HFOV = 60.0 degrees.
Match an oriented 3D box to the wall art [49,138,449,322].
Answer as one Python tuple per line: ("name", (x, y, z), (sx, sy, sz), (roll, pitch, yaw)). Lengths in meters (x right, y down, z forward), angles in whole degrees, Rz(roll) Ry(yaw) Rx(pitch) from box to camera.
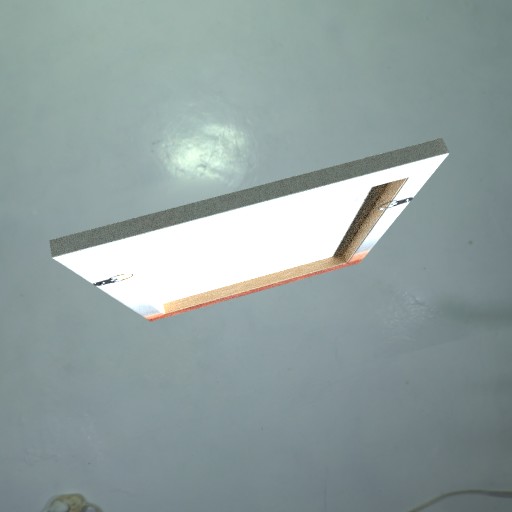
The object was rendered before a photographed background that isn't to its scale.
("wall art", (0.000, 0.000, 1.183), (0.760, 0.760, 0.042), (-15, 74, -5))
